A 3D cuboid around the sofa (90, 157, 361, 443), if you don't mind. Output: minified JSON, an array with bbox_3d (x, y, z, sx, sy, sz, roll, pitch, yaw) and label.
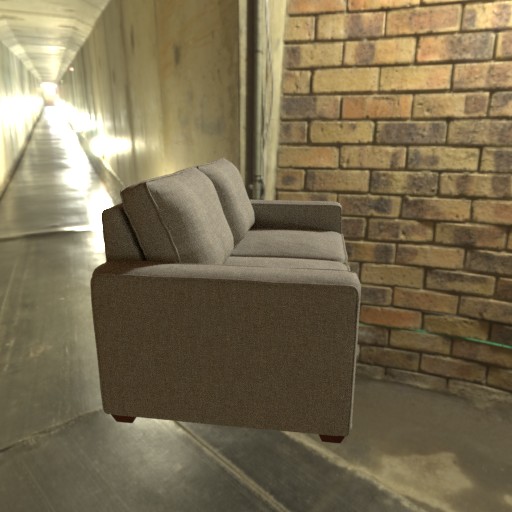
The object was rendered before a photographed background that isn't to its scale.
[{"bbox_3d":[0.000,0.000,2.289,0.945,0.915,1.706,2,16,8],"label":"sofa"}]
